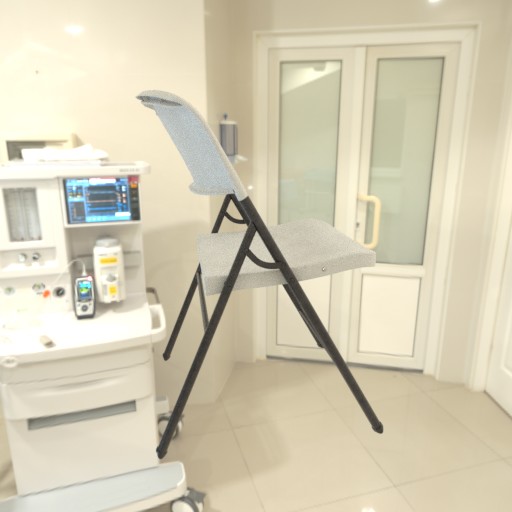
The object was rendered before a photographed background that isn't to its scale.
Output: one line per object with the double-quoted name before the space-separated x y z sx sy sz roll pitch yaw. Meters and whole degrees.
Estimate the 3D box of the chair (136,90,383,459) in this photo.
"chair" 0.000 0.000 1.182 0.566 0.810 0.494 -3 16 -9
